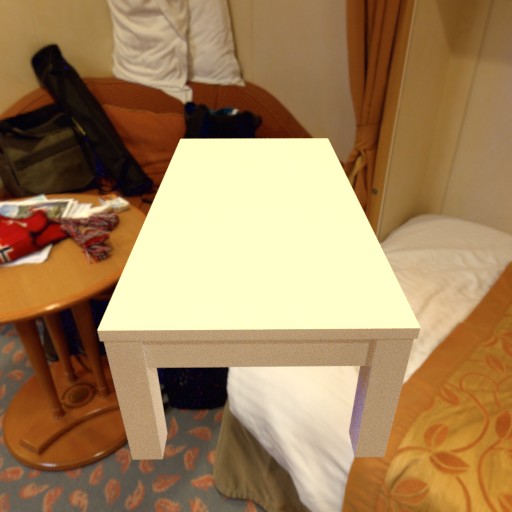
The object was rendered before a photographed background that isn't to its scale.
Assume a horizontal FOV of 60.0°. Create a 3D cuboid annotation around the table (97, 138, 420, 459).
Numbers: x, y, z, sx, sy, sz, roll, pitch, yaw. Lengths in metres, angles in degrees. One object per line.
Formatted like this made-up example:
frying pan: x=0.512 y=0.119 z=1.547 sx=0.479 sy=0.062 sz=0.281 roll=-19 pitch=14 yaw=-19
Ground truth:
table: x=0.000 y=0.000 z=1.655 sx=0.700 sy=0.470 sz=1.350 roll=0 pitch=32 yaw=-1
